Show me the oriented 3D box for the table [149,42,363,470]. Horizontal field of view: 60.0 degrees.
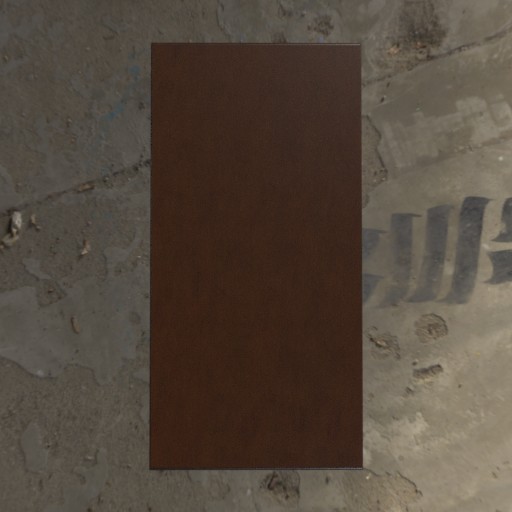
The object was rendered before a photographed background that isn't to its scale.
[{"bbox_3d":[0.000,0.000,1.463,0.594,0.459,1.197,0,89,0],"label":"table"}]
